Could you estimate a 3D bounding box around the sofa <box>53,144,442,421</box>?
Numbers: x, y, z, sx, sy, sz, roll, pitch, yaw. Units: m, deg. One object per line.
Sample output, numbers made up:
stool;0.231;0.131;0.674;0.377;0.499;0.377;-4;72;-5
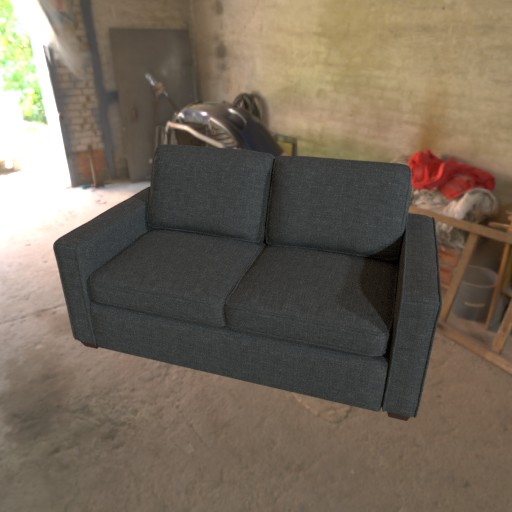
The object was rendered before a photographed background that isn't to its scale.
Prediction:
sofa;0.000;0.000;2.254;1.709;0.918;0.947;8;28;16
